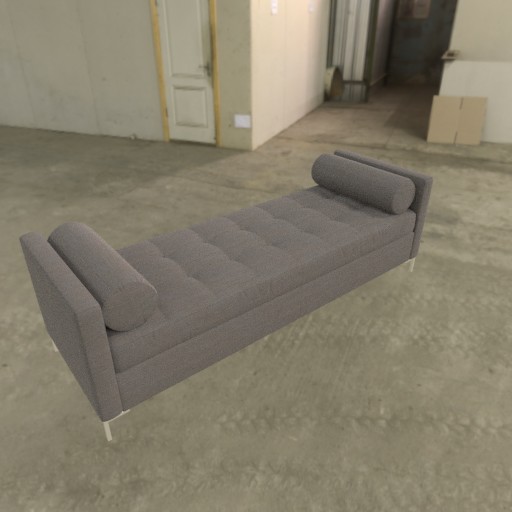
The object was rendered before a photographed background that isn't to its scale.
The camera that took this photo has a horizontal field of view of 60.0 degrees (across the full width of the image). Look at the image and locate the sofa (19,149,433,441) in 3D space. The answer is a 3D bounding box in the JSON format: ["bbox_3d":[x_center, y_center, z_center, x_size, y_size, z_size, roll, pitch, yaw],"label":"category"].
[{"bbox_3d":[0.000,0.000,2.285,1.981,0.635,0.686,-22,37,-33],"label":"sofa"}]
